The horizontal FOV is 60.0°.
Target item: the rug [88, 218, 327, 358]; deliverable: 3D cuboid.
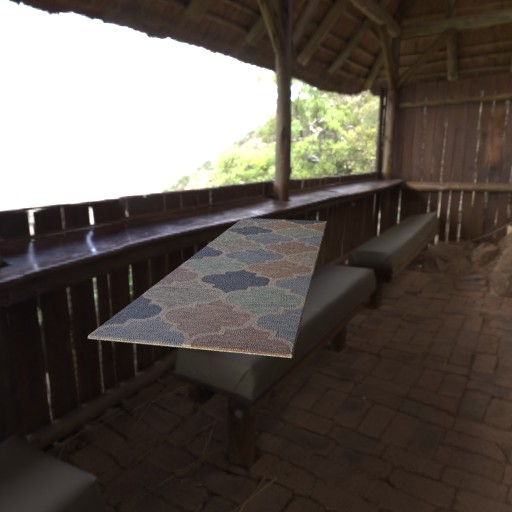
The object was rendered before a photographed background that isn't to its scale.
[{"bbox_3d":[0.000,0.000,2.498,0.687,0.011,2.287,3,15,11],"label":"rug"}]
